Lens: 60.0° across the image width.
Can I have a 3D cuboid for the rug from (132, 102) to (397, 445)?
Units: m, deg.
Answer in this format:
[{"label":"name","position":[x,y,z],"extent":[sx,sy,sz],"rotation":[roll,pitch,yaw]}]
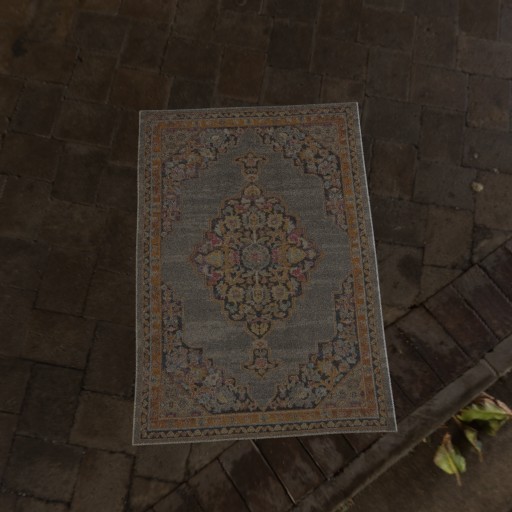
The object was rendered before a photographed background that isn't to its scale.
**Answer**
[{"label":"rug","position":[0.000,0.000,3.766],"extent":[2.043,0.026,2.901],"rotation":[-3,75,-1]}]
